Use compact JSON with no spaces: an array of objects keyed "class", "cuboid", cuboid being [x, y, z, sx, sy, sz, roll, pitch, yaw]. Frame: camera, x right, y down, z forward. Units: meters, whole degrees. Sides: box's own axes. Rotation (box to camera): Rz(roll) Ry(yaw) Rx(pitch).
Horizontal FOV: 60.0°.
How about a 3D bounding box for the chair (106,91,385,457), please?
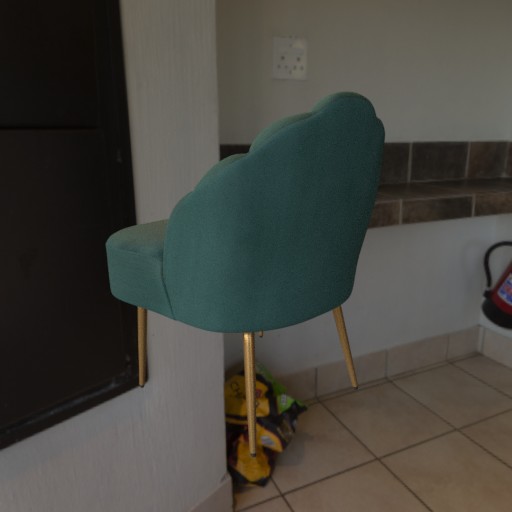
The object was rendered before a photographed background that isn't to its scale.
[{"class":"chair","cuboid":[0.000,0.000,1.227,0.657,0.819,0.599,-14,21,-42]}]
